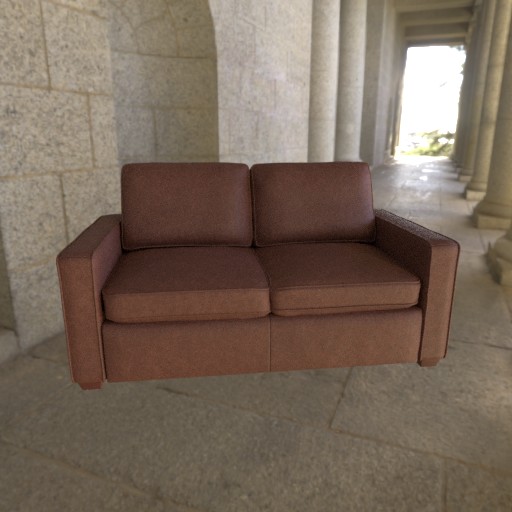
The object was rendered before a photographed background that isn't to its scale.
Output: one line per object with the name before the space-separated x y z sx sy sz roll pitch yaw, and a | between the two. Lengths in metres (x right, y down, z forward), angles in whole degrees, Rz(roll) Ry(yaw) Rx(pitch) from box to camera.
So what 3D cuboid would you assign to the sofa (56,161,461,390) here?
sofa | 0.000 0.000 2.289 1.709 0.918 0.947 -2 16 -7
